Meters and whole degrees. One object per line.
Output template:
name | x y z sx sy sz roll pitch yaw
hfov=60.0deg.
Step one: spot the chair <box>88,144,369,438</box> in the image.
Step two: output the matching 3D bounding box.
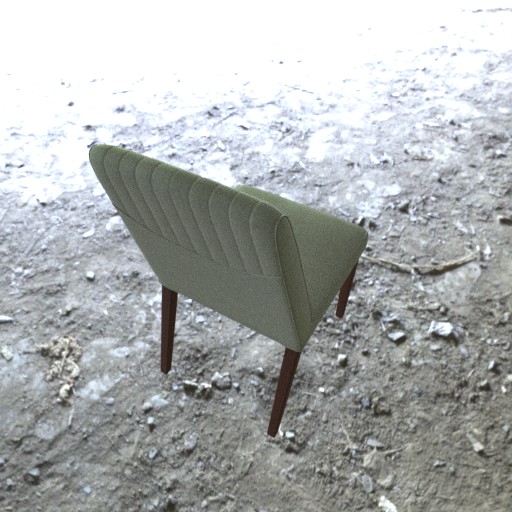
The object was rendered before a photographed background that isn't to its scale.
chair | 0.000 0.000 1.257 0.480 0.900 0.594 23 50 21
